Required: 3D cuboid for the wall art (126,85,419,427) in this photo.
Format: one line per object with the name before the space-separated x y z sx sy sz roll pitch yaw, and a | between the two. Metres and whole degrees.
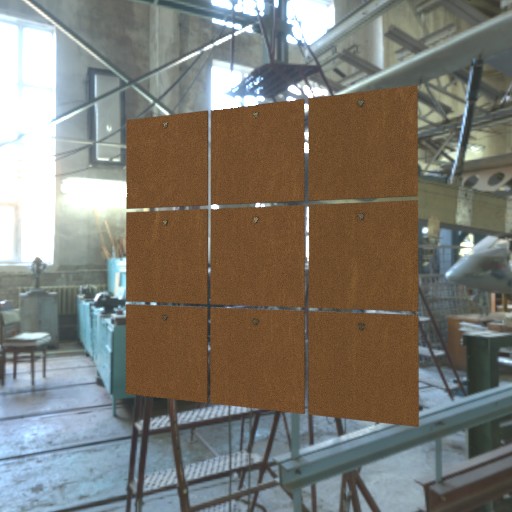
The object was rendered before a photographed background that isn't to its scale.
wall art | 0.000 0.000 2.220 1.526 1.522 0.023 0 -1 19
